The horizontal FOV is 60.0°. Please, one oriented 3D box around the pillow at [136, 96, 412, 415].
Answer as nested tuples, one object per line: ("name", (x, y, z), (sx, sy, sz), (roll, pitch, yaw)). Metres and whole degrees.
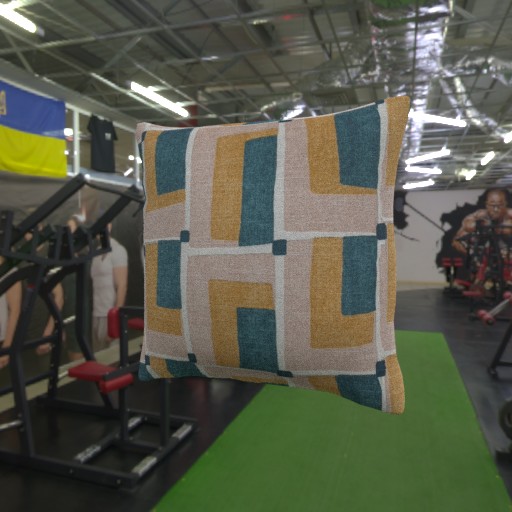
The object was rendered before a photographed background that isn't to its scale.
("pillow", (0.000, 0.000, 0.733), (0.478, 0.479, 0.158), (1, 3, 21))
